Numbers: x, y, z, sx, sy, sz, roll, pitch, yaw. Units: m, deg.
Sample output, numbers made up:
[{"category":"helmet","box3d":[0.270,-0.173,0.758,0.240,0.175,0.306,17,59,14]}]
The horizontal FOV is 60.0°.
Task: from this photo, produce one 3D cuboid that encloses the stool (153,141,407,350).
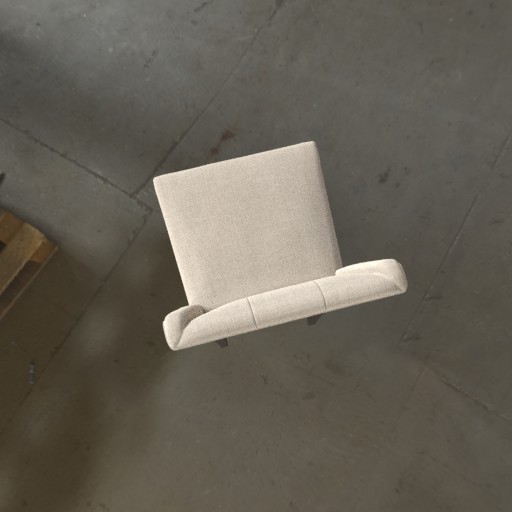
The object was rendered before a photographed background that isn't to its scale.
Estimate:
[{"category":"stool","box3d":[0.000,0.000,1.356,0.474,1.116,0.509,-14,77,-3]}]
